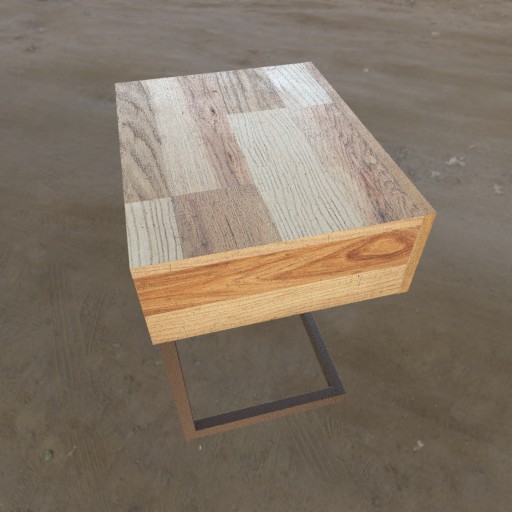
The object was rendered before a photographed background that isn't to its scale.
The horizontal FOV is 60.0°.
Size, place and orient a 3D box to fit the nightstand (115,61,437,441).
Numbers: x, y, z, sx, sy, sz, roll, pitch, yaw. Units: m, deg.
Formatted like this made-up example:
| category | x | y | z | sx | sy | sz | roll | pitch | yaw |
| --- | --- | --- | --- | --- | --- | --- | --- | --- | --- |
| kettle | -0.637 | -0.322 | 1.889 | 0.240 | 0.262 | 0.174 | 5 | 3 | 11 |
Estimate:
| category | x | y | z | sx | sy | sz | roll | pitch | yaw |
| --- | --- | --- | --- | --- | --- | --- | --- | --- | --- |
| nightstand | 0.000 | 0.000 | 1.029 | 0.481 | 0.632 | 0.558 | -10 | 47 | -10 |
